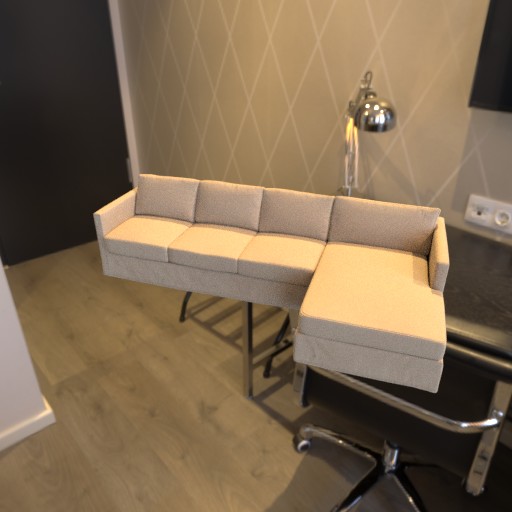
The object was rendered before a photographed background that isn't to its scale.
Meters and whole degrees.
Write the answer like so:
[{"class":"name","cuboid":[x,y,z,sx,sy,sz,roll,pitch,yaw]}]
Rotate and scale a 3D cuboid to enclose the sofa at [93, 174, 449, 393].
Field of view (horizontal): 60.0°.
[{"class":"sofa","cuboid":[0.000,0.000,3.974,3.206,0.871,1.622,9,29,16]}]
